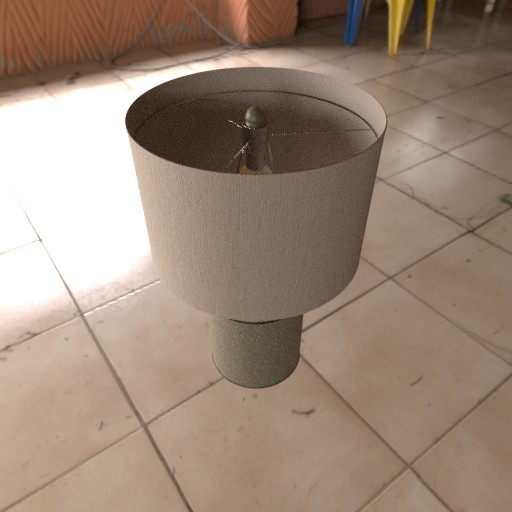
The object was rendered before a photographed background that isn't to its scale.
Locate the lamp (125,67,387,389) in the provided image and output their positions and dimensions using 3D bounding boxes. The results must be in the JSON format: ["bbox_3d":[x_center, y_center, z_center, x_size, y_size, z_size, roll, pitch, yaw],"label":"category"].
[{"bbox_3d":[0.000,0.000,0.706,0.318,0.486,0.318,0,41,0],"label":"lamp"}]
